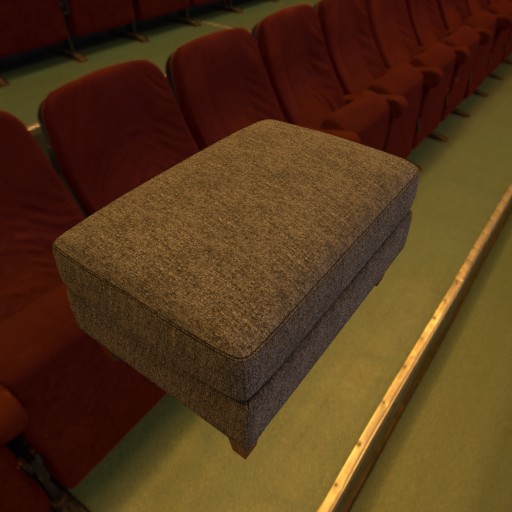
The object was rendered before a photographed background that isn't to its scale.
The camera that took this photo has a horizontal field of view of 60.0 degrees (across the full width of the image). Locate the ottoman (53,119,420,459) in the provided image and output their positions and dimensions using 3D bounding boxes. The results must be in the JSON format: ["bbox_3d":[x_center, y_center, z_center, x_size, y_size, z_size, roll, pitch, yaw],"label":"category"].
[{"bbox_3d":[0.000,0.000,1.242,0.584,0.483,0.864,26,47,27],"label":"ottoman"}]
